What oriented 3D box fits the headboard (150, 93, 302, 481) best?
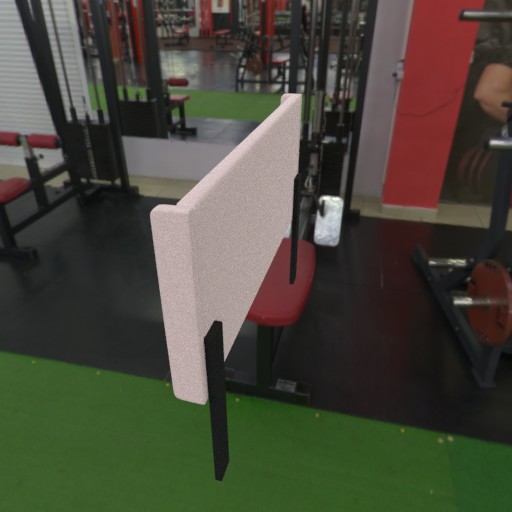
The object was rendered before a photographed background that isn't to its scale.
[{"bbox_3d":[0.000,0.000,2.703,0.184,1.524,2.051,8,32,13],"label":"headboard"}]
